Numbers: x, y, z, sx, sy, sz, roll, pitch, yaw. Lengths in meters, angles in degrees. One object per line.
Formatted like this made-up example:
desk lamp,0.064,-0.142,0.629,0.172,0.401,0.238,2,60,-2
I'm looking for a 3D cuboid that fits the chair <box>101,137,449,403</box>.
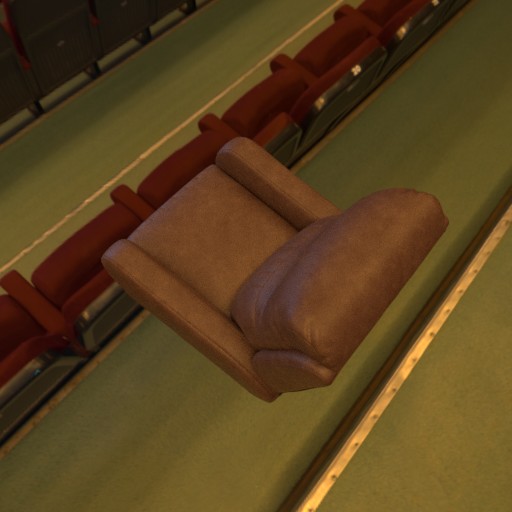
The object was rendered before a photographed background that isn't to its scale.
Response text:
chair,0.000,0.000,1.802,1.067,1.067,0.865,37,68,17
